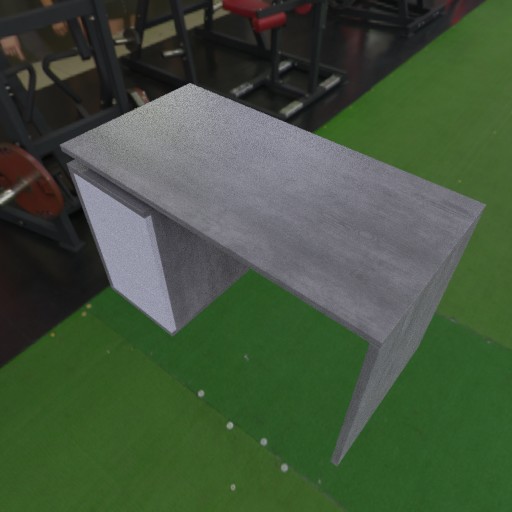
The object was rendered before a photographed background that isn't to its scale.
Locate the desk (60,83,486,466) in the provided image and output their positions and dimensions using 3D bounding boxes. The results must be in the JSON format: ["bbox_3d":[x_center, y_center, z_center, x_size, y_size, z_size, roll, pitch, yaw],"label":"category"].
[{"bbox_3d":[0.000,0.000,1.630,1.200,0.740,0.600,31,53,27],"label":"desk"}]
